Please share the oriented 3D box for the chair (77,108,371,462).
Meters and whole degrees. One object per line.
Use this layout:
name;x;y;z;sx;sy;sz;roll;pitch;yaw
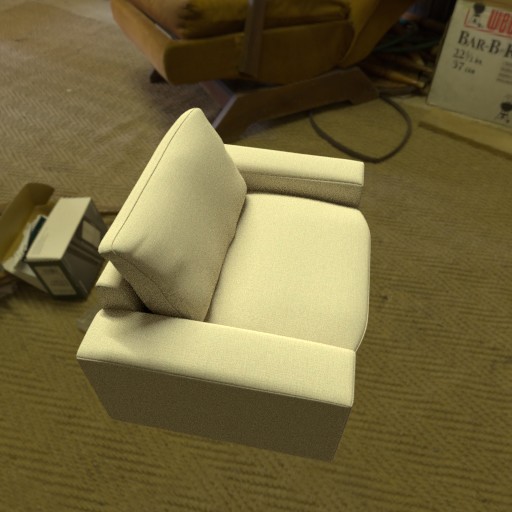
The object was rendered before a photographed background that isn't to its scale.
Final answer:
chair;0.000;0.000;2.037;1.039;0.915;1.398;8;48;7
